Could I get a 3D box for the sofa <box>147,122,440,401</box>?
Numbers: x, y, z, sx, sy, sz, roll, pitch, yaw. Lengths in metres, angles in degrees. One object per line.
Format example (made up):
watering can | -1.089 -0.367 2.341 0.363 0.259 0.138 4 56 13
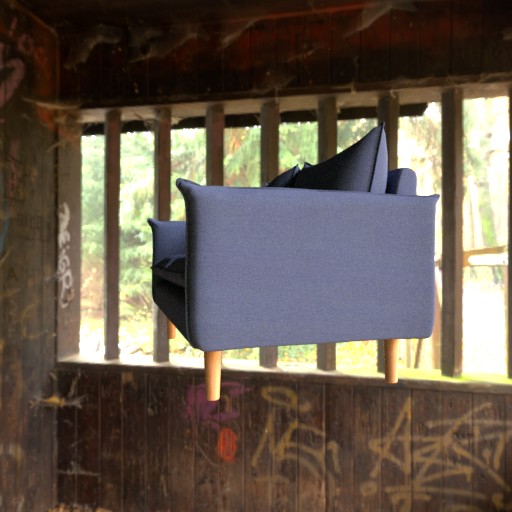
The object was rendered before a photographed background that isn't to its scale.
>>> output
sofa | 0.000 0.000 1.866 0.820 0.840 1.300 0 0 -17
